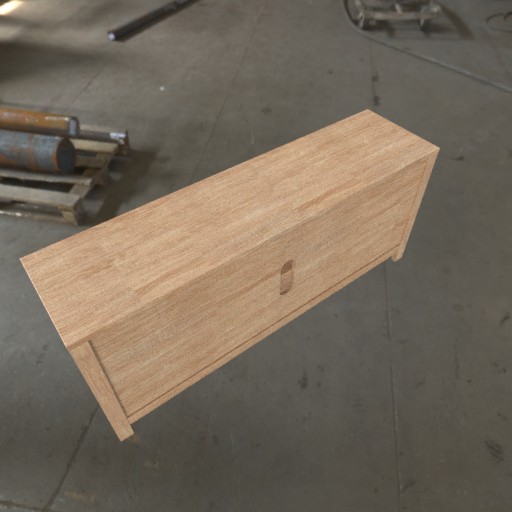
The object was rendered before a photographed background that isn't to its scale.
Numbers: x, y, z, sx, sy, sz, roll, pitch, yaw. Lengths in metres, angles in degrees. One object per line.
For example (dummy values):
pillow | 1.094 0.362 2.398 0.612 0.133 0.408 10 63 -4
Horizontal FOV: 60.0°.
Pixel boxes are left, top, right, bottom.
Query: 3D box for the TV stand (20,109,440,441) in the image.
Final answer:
TV stand | 0.000 0.000 1.723 1.466 0.610 0.398 -29 53 -24
